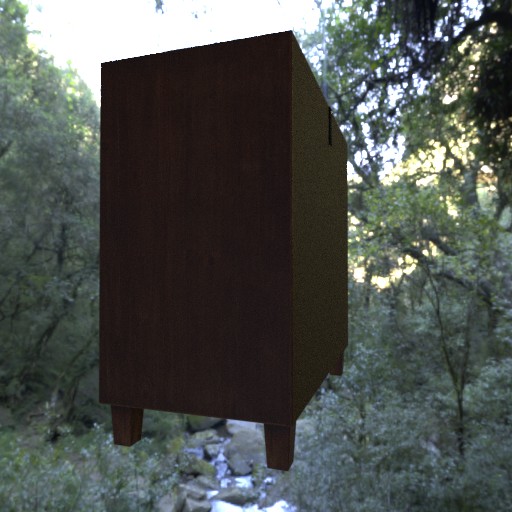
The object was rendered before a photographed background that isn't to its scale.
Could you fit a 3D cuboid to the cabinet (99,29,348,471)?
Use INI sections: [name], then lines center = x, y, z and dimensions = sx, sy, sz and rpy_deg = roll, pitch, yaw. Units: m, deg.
[cabinet]
center = 0.000, 0.000, 1.212
dimensions = 0.412, 0.785, 0.796
rpy_deg = 0, -1, 19
